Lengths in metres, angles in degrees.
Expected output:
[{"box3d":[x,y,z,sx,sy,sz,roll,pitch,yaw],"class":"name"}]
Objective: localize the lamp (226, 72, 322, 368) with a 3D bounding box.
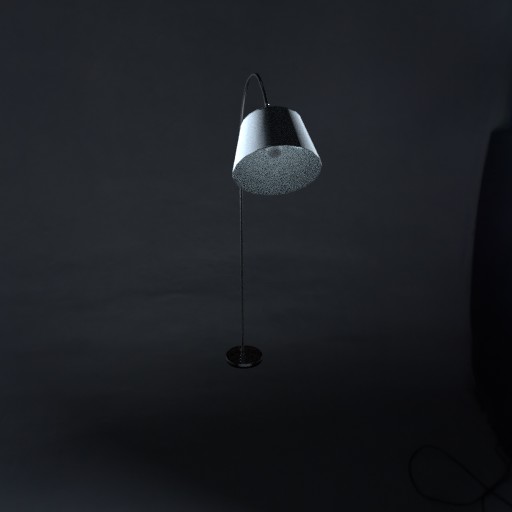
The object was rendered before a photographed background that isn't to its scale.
[{"box3d":[0.000,0.000,2.718,0.406,2.098,1.445,-3,18,-9],"class":"lamp"}]
